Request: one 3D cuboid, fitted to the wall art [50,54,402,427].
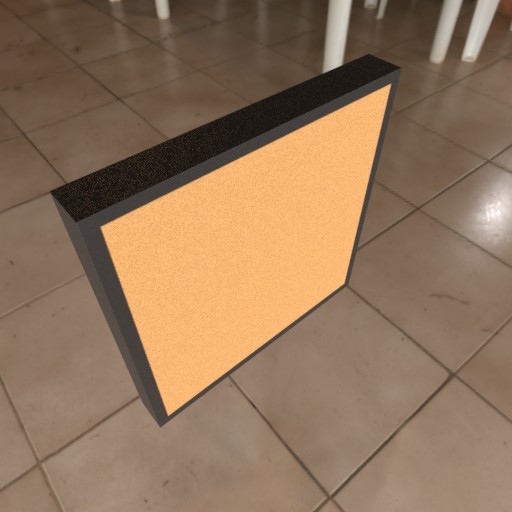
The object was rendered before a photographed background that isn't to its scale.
[{"bbox_3d":[0.000,0.000,0.442,0.304,0.304,0.038,-32,55,-26],"label":"wall art"}]
